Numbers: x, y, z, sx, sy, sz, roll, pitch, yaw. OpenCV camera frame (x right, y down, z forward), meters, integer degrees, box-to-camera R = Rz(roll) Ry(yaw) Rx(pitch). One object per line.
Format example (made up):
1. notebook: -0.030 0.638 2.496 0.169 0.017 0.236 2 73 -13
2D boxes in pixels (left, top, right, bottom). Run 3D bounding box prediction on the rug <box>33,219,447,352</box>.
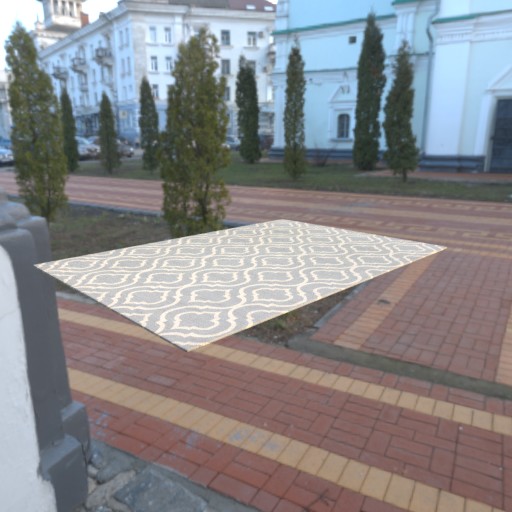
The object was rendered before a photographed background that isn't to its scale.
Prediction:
1. rug: 0.000 0.000 2.685 2.080 0.010 1.451 -14 20 -43
